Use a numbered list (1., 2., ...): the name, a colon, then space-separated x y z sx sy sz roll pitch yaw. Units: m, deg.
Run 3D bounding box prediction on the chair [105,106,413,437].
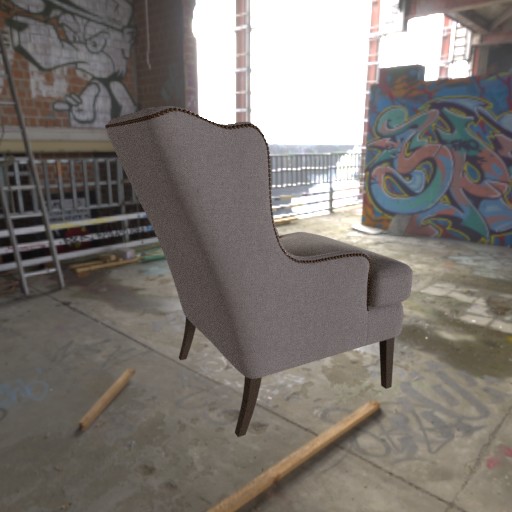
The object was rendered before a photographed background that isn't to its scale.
1. chair: 0.000 0.000 1.691 0.940 1.029 0.737 -7 16 -27
